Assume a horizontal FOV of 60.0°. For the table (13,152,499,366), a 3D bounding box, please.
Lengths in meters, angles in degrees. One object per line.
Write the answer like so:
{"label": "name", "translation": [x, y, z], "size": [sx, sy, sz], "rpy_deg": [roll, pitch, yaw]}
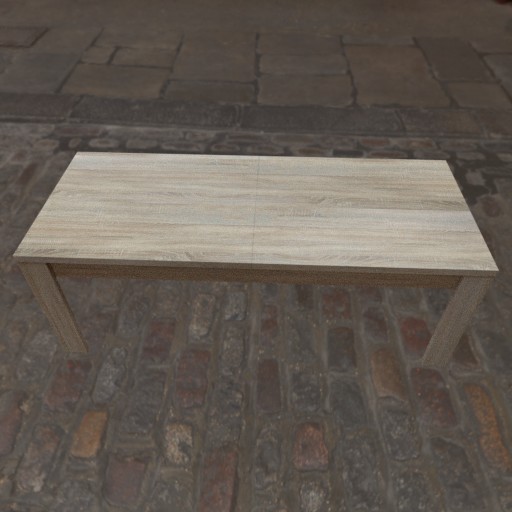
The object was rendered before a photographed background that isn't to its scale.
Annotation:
{"label": "table", "translation": [0.000, 0.000, 2.601], "size": [2.200, 0.790, 0.900], "rpy_deg": [2, 44, 2]}
